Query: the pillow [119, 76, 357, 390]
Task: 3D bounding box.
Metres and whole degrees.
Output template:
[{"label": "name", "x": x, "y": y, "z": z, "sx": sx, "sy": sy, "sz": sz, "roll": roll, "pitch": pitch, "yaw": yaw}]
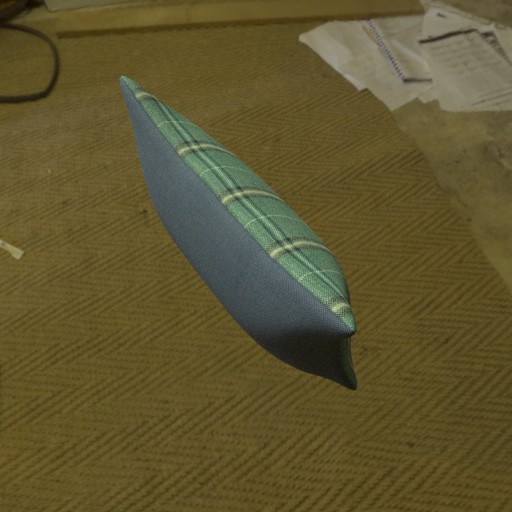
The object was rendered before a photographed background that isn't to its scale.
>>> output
[{"label": "pillow", "x": 0.000, "y": 0.000, "z": 0.691, "sx": 0.200, "sy": 0.430, "sz": 0.453, "roll": -32, "pitch": 63, "yaw": -19}]
